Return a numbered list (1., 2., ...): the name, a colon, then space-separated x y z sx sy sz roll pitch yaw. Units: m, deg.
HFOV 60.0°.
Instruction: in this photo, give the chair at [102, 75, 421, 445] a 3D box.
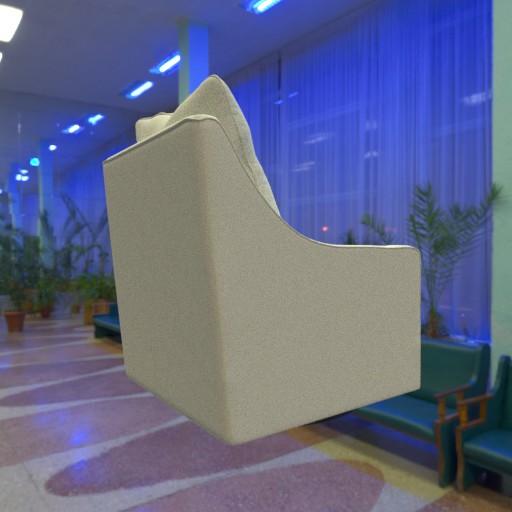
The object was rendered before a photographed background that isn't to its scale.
1. chair: 0.000 0.000 1.572 0.876 0.965 0.756 -1 1 -36
